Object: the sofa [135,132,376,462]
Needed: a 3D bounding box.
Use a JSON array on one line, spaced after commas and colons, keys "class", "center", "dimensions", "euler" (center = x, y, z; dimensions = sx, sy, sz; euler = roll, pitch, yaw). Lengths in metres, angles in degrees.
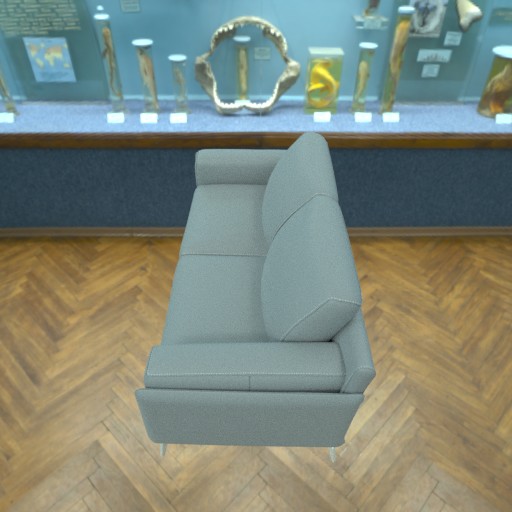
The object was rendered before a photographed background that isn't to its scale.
[{"class": "sofa", "center": [0.000, 0.000, 2.653], "dimensions": [0.969, 0.900, 2.100], "euler": [1, 41, 1]}]
